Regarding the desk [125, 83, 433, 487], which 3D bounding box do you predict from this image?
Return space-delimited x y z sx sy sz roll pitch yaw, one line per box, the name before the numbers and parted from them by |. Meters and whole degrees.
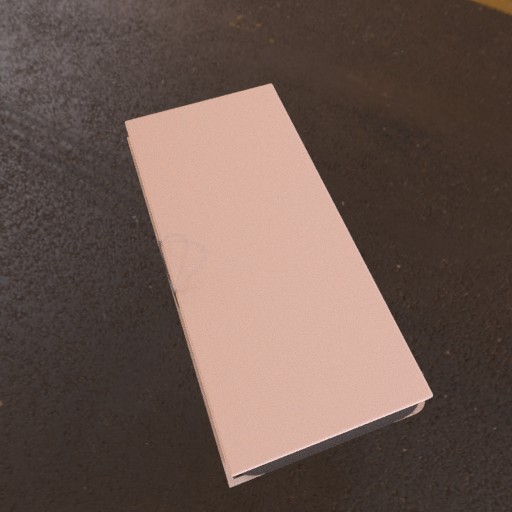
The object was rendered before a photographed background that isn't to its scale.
desk | 0.000 0.000 2.256 0.900 0.526 1.900 -18 65 -9
